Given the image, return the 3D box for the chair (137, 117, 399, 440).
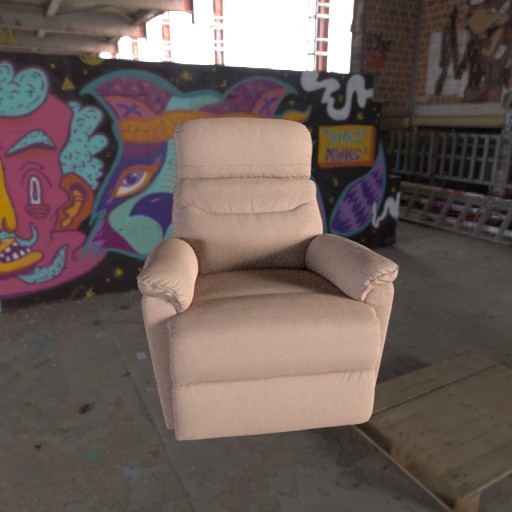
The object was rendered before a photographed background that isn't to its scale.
[{"bbox_3d":[0.000,0.000,1.725,0.820,1.037,1.004,-2,17,-8],"label":"chair"}]
